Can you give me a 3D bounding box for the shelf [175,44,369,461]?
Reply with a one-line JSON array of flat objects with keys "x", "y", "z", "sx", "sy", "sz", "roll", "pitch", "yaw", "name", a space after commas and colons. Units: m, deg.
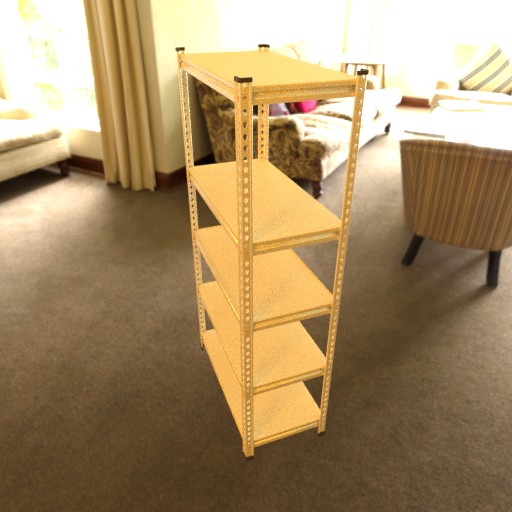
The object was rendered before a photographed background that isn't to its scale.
[{"x": 0.000, "y": 0.000, "z": 2.217, "sx": 0.457, "sy": 1.829, "sz": 0.914, "roll": -11, "pitch": 32, "yaw": -18, "name": "shelf"}]
